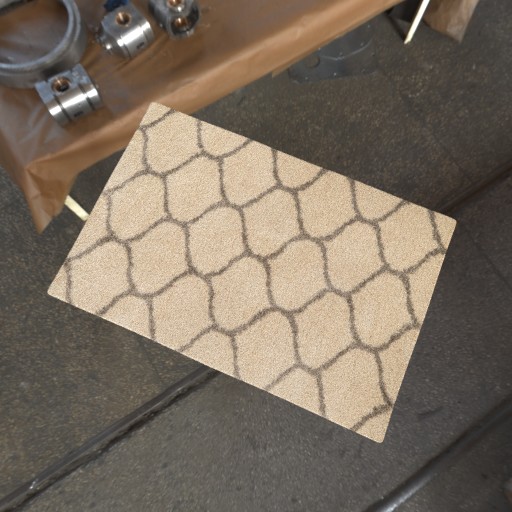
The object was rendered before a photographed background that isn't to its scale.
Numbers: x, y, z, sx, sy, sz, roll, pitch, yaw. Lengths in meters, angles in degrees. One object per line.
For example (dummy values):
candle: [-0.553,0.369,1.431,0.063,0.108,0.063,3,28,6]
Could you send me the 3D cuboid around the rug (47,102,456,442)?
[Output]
rug: [0.000,0.000,3.448,2.701,0.026,1.801,23,77,6]
